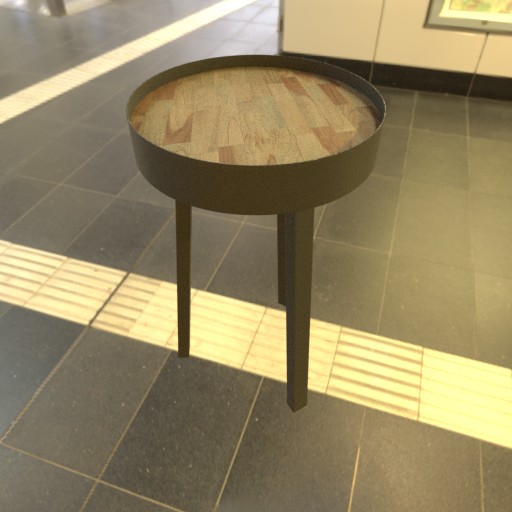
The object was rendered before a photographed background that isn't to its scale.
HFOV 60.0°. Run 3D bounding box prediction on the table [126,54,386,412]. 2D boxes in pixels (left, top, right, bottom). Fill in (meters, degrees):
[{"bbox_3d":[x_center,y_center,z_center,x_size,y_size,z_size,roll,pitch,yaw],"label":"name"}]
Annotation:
[{"bbox_3d":[0.000,0.000,0.941,0.406,0.686,0.406,-1,43,-1],"label":"table"}]
